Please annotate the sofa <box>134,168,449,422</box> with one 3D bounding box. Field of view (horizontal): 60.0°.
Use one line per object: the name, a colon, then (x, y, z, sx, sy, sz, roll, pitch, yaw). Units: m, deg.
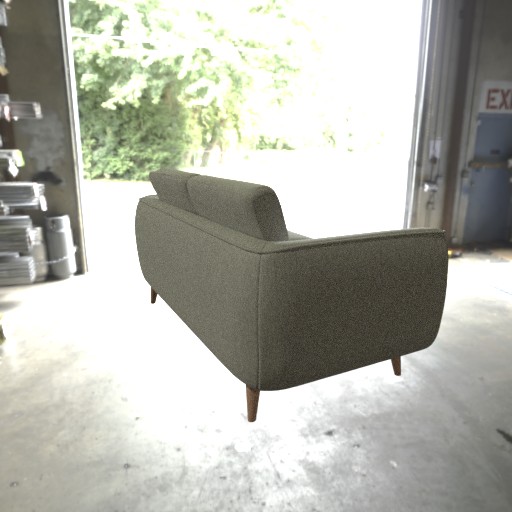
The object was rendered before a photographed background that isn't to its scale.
sofa: (0.000, 0.000, 2.283, 0.920, 0.850, 1.700, -7, 16, -27)
